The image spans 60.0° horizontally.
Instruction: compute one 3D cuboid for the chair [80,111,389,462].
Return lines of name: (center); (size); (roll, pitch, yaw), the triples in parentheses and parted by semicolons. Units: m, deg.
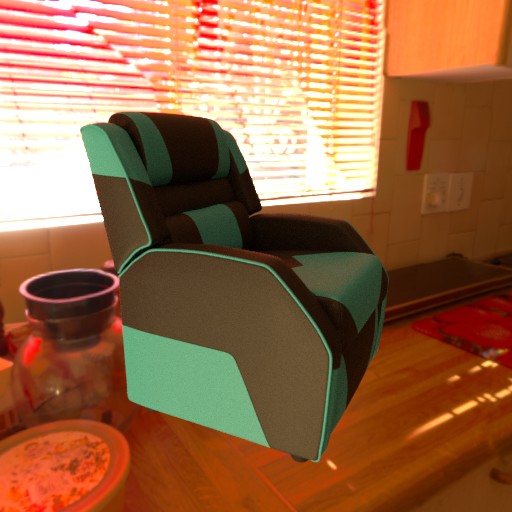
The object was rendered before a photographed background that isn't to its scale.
chair: (0.000, 0.000, 1.288); (0.672, 0.805, 0.620); (7, 16, 26)
